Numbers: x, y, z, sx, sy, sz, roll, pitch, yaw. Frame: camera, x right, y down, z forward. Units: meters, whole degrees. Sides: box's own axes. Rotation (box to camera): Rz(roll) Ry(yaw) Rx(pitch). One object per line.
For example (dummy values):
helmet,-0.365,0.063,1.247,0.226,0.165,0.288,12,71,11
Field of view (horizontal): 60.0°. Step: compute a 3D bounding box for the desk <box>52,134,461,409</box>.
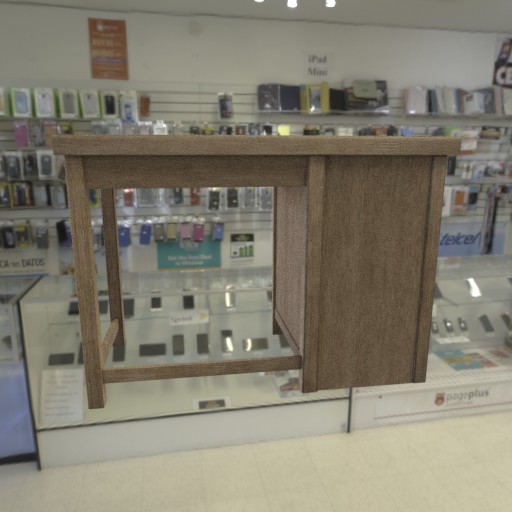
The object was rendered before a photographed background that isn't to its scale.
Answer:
desk,0.000,0.000,1.773,1.289,0.912,0.610,-2,13,-8
